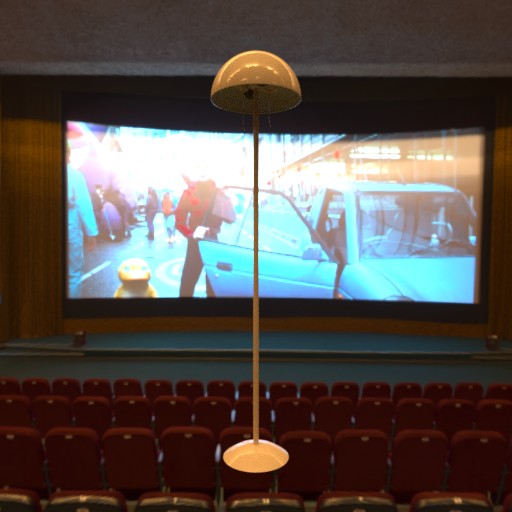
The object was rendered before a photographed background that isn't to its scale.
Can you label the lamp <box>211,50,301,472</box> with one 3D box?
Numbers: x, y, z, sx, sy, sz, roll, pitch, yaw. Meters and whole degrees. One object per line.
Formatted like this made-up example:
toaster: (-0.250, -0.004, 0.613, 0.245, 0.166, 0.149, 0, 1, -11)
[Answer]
lamp: (0.000, 0.000, 1.624, 0.328, 1.480, 0.328, 0, 1, 0)
